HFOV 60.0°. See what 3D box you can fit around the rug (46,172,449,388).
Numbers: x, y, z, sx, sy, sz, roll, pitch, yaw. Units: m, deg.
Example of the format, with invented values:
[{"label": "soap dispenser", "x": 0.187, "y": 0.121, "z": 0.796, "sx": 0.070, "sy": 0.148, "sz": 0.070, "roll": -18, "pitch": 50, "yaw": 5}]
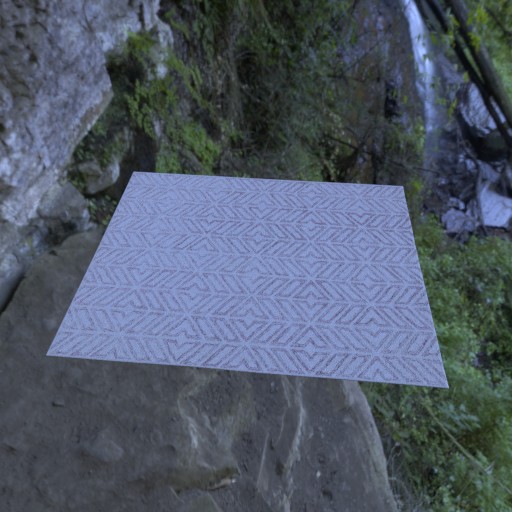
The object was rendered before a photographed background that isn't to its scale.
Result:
[{"label": "rug", "x": 0.000, "y": 0.000, "z": 4.164, "sx": 3.045, "sy": 0.008, "sz": 2.421, "roll": 4, "pitch": 46, "yaw": 4}]
